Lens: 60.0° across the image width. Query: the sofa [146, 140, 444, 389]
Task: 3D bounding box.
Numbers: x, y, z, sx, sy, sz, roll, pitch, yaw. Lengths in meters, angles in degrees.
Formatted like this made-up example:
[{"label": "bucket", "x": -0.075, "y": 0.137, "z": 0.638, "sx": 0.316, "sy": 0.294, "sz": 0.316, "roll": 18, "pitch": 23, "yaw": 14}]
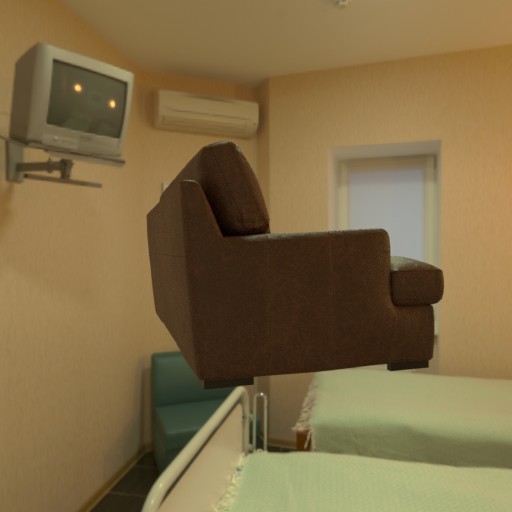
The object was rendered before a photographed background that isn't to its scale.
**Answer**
[{"label": "sofa", "x": 0.000, "y": 0.000, "z": 2.586, "sx": 1.143, "sy": 0.939, "sz": 1.880, "roll": 0, "pitch": 1, "yaw": -18}]
